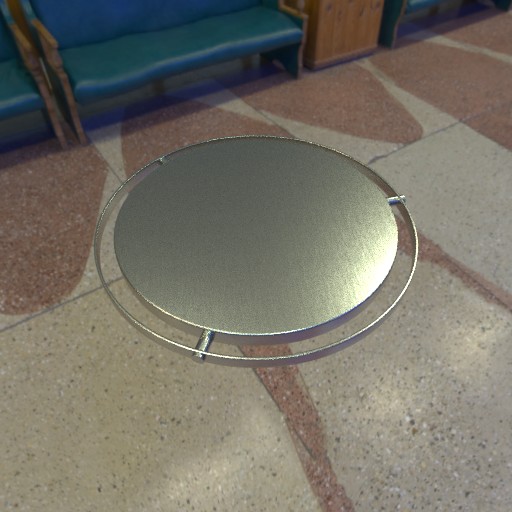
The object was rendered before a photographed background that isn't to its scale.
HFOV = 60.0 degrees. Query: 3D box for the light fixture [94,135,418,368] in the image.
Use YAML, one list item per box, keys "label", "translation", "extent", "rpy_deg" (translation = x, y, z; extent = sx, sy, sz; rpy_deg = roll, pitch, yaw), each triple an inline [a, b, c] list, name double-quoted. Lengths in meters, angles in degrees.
- label: "light fixture"
  translation: [0.000, 0.000, 0.552]
  extent: [0.361, 0.130, 0.361]
  rpy_deg: [0, 47, 0]
